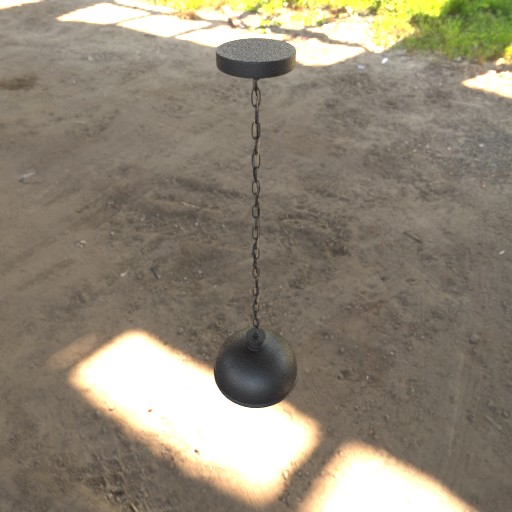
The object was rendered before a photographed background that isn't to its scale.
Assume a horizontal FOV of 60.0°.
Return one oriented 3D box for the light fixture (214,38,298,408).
[{"bbox_3d":[0.000,0.000,1.238,0.304,1.090,0.304,-1,41,-1],"label":"light fixture"}]
